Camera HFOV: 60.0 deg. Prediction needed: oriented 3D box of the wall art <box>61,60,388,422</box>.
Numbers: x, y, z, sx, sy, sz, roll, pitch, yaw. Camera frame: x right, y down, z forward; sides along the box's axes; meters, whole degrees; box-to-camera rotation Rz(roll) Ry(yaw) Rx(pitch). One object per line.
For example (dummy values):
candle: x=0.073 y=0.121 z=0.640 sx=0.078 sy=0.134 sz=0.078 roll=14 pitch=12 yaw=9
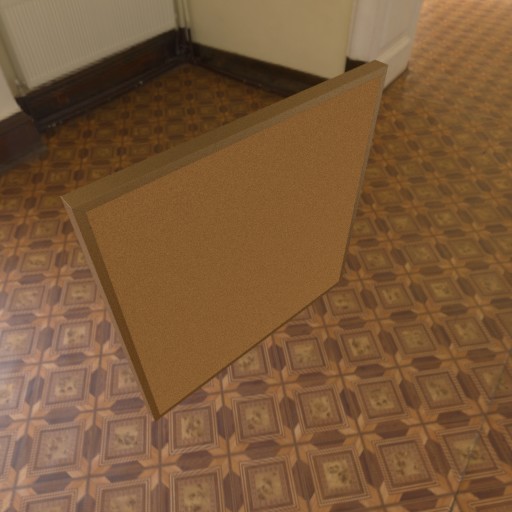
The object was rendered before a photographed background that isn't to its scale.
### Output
wall art: x=0.000 y=0.000 z=1.119 sx=0.762 sy=0.762 sz=0.038 roll=-32 pitch=54 yaw=-27
